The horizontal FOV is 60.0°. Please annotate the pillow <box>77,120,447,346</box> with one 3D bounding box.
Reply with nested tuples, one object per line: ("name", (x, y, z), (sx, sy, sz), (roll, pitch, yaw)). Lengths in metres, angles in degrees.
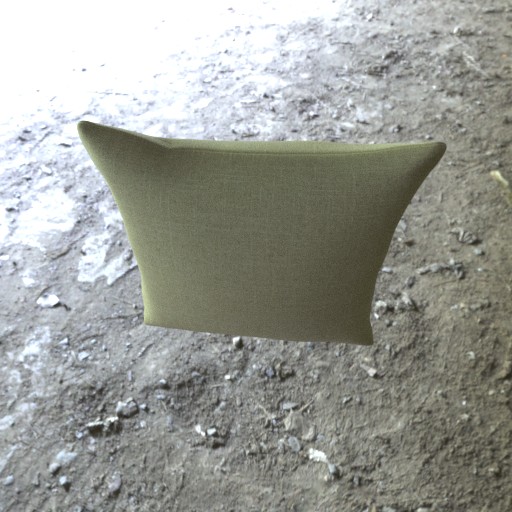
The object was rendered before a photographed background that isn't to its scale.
("pillow", (0.000, 0.000, 0.634), (0.414, 0.399, 0.173), (5, 47, 4))
